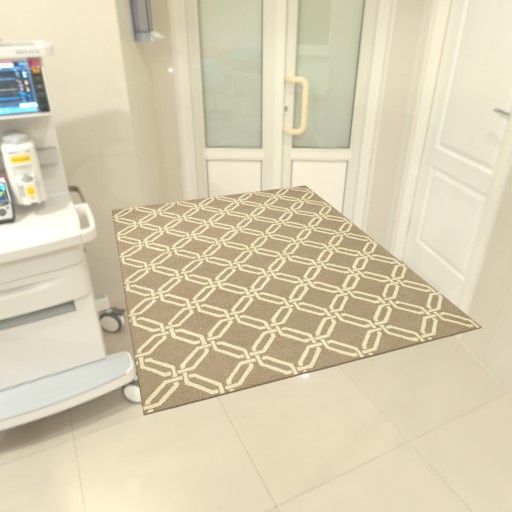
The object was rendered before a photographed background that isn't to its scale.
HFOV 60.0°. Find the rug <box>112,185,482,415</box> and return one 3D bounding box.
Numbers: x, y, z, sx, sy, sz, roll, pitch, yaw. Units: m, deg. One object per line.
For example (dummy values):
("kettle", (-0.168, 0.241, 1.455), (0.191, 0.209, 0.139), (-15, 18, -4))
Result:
("rug", (0.000, 0.000, 3.905), (2.288, 0.018, 2.895), (-10, 31, -17))
